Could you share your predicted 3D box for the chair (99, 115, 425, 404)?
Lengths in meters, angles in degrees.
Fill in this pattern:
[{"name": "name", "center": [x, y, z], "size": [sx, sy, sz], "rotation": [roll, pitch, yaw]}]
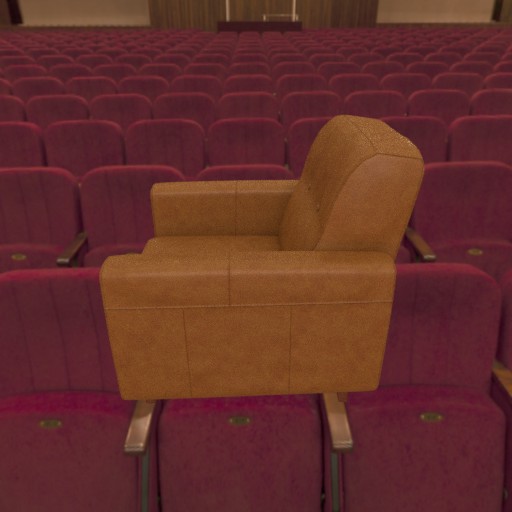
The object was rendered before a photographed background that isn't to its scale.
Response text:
[{"name": "chair", "center": [0.000, 0.000, 1.671], "size": [0.942, 0.968, 0.845], "rotation": [0, 27, 0]}]
